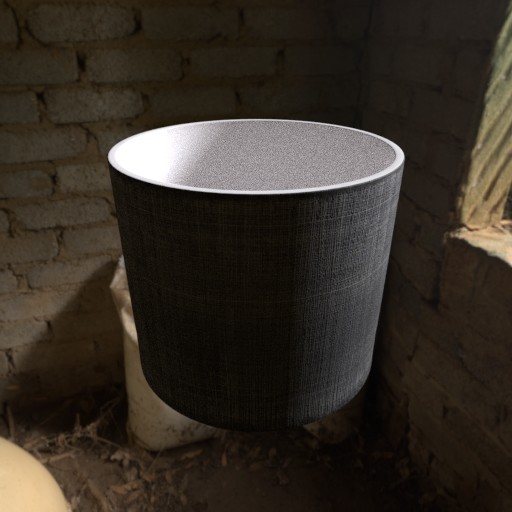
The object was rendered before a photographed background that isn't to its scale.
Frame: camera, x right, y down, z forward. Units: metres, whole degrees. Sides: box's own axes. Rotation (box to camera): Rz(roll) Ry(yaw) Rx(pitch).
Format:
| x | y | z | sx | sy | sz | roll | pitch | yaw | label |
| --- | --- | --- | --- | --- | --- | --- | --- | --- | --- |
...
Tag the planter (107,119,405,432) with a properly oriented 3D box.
| x | y | z | sx | sy | sz | roll | pitch | yaw | label |
| --- | --- | --- | --- | --- | --- | --- | --- | --- | --- |
| 0.000 | 0.000 | 0.445 | 0.254 | 0.221 | 0.254 | 0 | 28 | 0 | planter |
